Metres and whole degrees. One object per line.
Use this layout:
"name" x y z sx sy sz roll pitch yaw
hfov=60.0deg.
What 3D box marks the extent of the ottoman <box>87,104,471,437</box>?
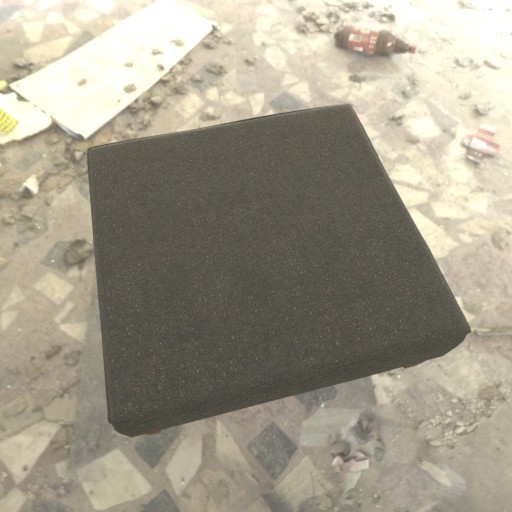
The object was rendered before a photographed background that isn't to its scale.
"ottoman" 0.000 0.000 1.536 1.004 0.382 0.968 -12 60 -7
